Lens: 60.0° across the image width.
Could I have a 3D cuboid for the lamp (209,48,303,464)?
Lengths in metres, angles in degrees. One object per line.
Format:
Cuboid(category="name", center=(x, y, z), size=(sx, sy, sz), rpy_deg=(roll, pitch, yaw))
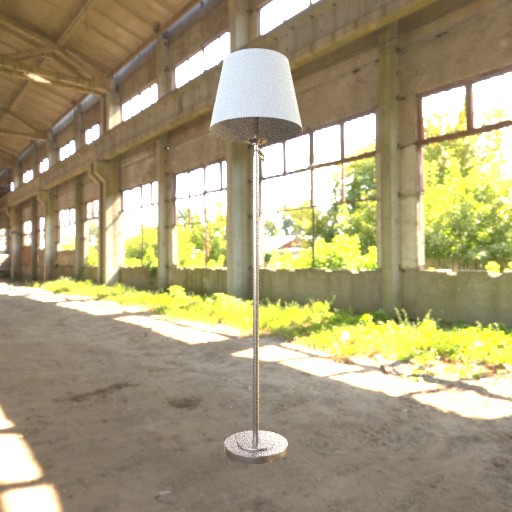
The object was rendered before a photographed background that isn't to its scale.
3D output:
Cuboid(category="lamp", center=(0.000, 0.000, 1.694), size=(0.355, 1.473, 0.355), rpy_deg=(0, 0, 0))
